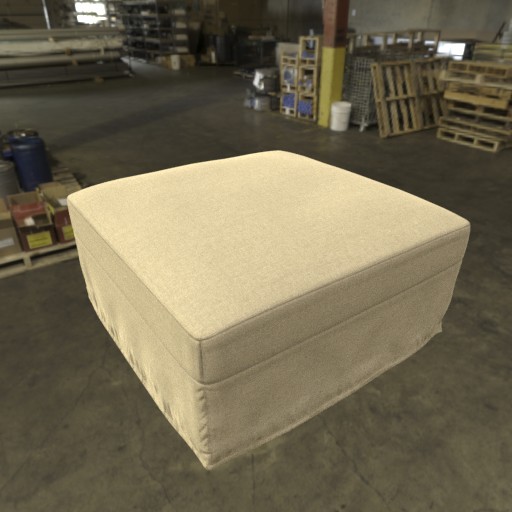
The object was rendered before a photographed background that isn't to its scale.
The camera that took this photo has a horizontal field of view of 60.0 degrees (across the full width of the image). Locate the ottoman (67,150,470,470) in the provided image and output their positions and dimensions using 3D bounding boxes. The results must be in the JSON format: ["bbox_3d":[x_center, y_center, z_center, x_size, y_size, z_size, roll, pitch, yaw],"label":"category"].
[{"bbox_3d":[0.000,0.000,1.314,0.840,0.436,0.843,-19,34,-30],"label":"ottoman"}]
